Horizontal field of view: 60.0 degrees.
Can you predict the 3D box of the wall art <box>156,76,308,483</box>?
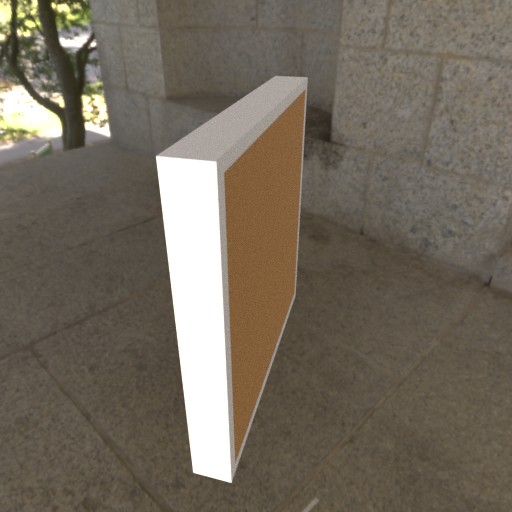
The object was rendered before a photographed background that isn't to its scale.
[{"bbox_3d":[0.000,0.000,0.460,0.038,0.305,0.305,8,32,13],"label":"wall art"}]
